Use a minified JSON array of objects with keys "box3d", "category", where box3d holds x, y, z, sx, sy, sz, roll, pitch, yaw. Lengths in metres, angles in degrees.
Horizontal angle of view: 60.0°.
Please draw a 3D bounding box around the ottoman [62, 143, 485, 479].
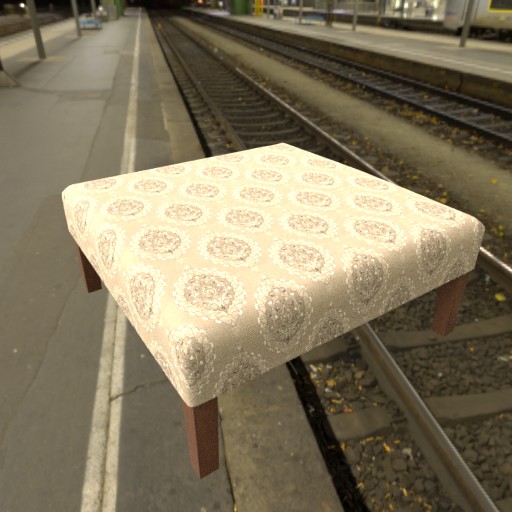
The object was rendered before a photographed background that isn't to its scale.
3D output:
[{"box3d":[0.000,0.000,1.360,0.889,0.411,0.890,-19,35,-29],"category":"ottoman"}]
